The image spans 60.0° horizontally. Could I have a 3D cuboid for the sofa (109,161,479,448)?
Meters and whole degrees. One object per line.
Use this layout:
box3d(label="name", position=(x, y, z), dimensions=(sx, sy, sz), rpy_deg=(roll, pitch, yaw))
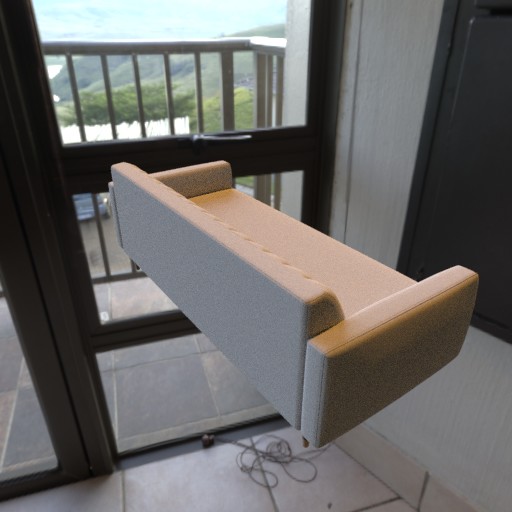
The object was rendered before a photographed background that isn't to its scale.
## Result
box3d(label="sofa", position=(0.000, 0.000, 2.675), dimensions=(0.990, 0.821, 2.291), rpy_deg=(-19, 34, -31))
